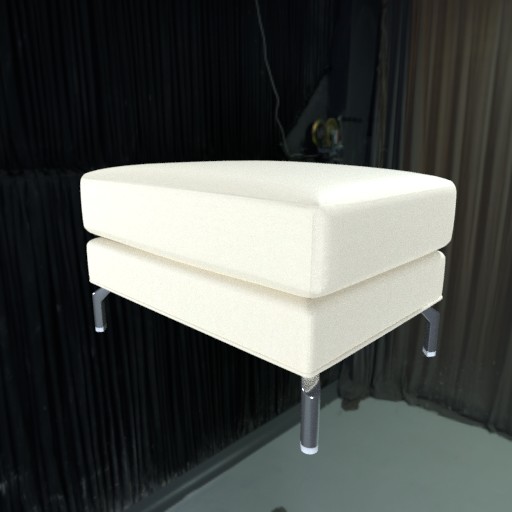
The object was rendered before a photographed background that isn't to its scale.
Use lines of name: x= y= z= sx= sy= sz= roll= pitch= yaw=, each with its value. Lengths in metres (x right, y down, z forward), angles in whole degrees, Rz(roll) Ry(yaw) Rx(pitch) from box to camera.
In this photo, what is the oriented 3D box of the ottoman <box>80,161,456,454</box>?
ottoman: x=0.000 y=0.000 z=1.199 sx=0.835 sy=0.497 sz=0.581 roll=13 pitch=19 yaw=42
